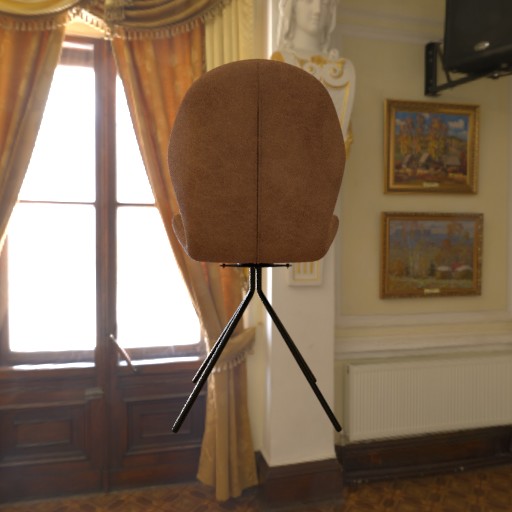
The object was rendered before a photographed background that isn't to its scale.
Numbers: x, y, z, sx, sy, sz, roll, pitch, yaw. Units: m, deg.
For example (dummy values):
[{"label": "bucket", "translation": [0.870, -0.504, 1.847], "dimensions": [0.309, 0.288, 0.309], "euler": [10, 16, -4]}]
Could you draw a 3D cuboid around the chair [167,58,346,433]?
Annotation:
[{"label": "chair", "translation": [0.000, 0.000, 1.336], "dimensions": [0.527, 0.929, 0.640], "euler": [0, 1, -1]}]
